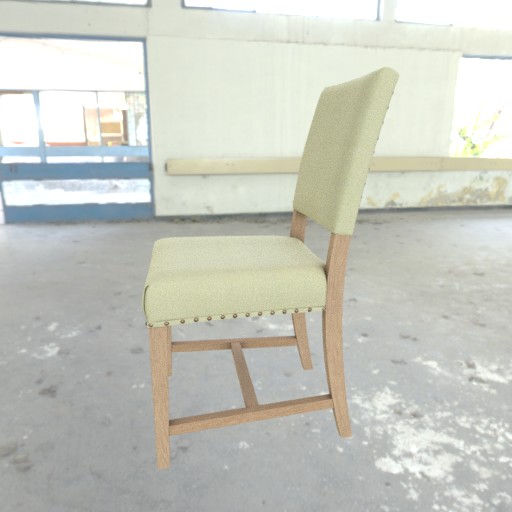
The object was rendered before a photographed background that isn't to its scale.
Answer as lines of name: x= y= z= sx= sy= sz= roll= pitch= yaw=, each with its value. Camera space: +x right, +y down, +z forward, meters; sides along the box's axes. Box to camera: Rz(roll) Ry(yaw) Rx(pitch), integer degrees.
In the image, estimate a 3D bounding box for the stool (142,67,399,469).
stool: x=0.000 y=0.000 z=1.304 sx=0.623 sy=0.986 sz=0.508 roll=-2 pitch=15 yaw=-9
